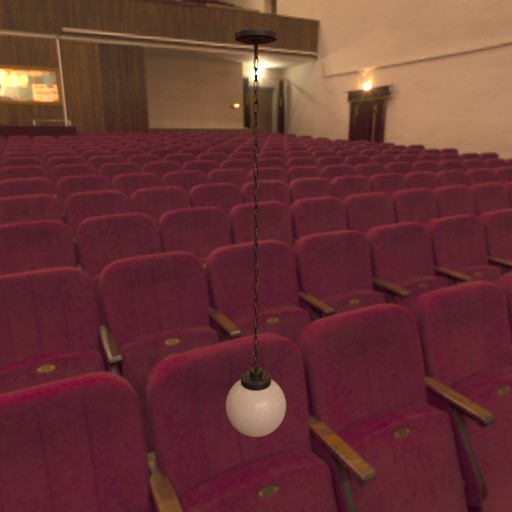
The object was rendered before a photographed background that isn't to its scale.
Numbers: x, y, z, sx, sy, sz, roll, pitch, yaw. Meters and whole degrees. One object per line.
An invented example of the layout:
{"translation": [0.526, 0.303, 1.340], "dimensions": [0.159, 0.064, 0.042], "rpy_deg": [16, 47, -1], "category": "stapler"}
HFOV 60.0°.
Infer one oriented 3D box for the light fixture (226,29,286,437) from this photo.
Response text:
{"translation": [0.000, 0.000, 2.044], "dimensions": [0.304, 1.867, 0.305], "rpy_deg": [-8, 17, -26], "category": "light fixture"}
